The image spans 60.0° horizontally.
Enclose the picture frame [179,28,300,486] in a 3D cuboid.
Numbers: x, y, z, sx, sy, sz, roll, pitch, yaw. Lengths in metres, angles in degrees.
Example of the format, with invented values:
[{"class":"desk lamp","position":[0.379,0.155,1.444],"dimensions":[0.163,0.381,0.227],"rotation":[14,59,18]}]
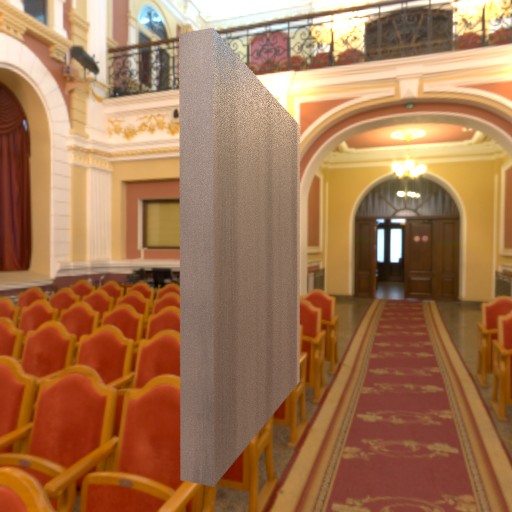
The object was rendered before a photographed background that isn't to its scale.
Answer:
[{"class":"picture frame","position":[0.000,0.000,0.756],"dimensions":[0.046,0.555,0.449],"rotation":[0,1,19]}]
